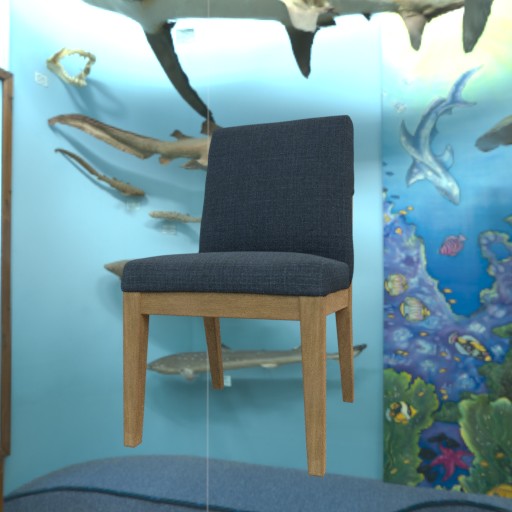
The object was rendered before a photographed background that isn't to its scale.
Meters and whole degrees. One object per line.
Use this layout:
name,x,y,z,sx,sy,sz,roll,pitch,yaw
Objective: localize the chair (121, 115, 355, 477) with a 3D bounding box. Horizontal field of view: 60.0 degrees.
chair,0.000,0.000,1.244,0.507,0.911,0.586,0,-1,19
